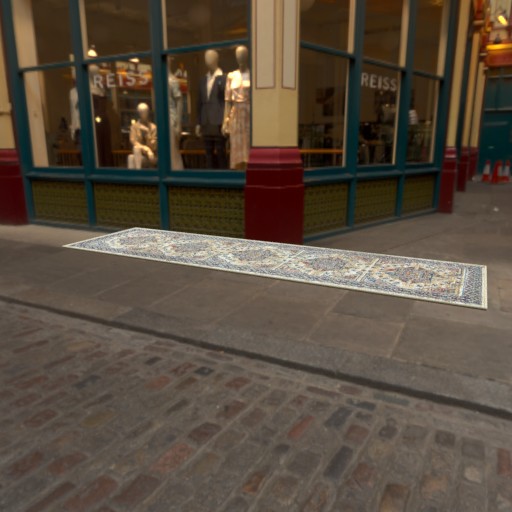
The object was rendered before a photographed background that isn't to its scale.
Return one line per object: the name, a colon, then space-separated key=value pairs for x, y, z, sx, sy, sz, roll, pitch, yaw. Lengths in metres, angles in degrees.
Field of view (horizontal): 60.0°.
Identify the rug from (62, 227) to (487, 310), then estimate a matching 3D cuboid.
rug: x=0.000 y=0.000 z=2.470 sx=2.297 sy=0.013 sz=0.661 roll=7 pitch=16 yaw=26
